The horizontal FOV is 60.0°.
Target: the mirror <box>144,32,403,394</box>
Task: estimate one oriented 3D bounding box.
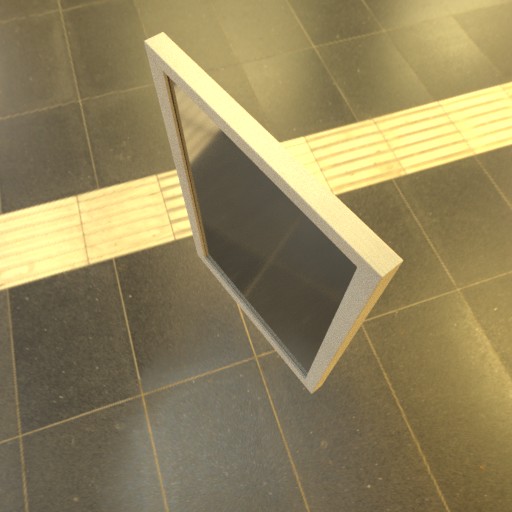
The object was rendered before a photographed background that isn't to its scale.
[{"bbox_3d":[0.000,0.000,0.908,0.040,0.710,0.507,-35,68,-17],"label":"mirror"}]
